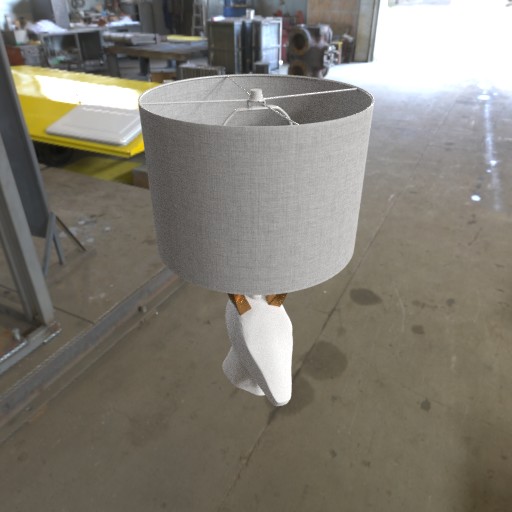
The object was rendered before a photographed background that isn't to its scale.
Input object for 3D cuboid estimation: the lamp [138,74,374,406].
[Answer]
[{"bbox_3d":[0.000,0.000,0.703,0.298,0.503,0.298,-10,33,-15],"label":"lamp"}]
